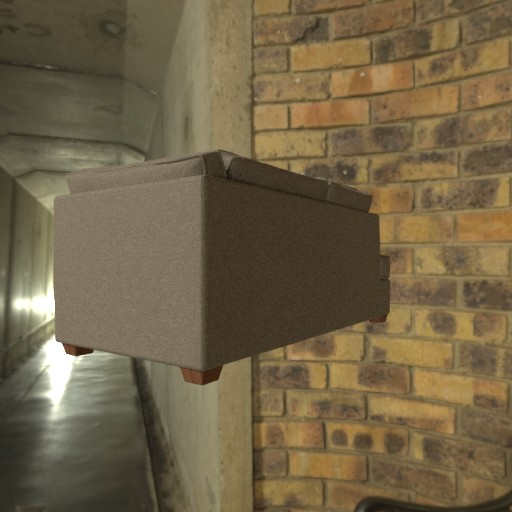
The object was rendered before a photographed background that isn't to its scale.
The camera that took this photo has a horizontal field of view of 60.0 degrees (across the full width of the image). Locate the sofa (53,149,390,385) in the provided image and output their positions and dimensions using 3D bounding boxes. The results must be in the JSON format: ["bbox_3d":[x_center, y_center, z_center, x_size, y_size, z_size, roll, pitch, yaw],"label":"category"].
[{"bbox_3d":[0.000,0.000,2.921,1.110,1.033,2.237,0,0,35],"label":"sofa"}]
